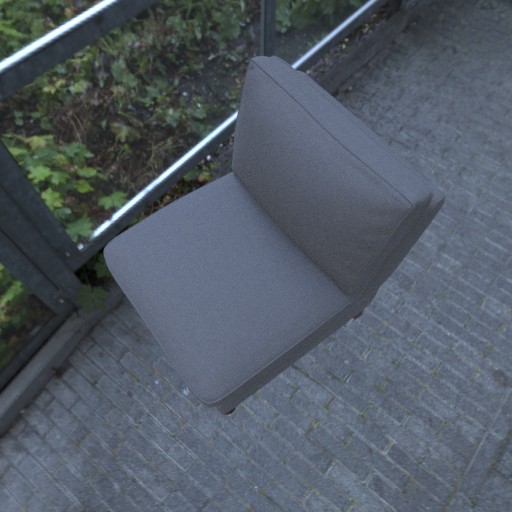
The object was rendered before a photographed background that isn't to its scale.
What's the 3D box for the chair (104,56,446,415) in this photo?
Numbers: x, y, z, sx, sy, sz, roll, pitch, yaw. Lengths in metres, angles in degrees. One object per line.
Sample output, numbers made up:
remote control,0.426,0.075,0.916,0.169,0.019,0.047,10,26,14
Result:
chair,0.000,0.000,1.638,0.924,1.045,0.724,-34,67,-16
